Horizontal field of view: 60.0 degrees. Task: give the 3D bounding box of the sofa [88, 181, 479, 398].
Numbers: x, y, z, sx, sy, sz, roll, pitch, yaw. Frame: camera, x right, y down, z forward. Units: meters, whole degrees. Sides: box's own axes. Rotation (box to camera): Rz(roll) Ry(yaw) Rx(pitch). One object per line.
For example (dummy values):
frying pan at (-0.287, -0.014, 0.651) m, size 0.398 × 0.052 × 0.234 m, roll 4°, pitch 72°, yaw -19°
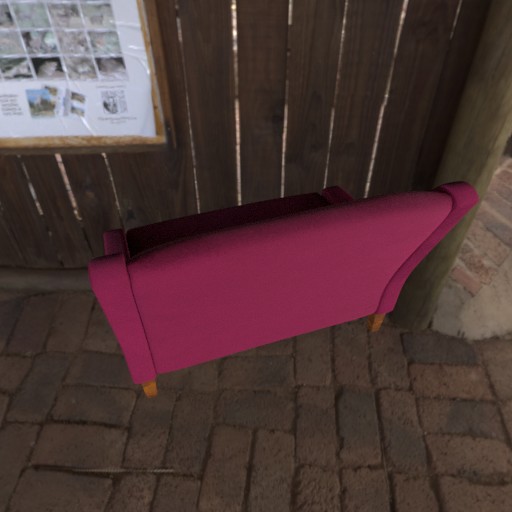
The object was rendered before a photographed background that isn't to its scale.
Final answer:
sofa at (0.000, 0.000, 1.927) m, size 1.242 × 0.976 × 0.946 m, roll -13°, pitch 43°, yaw -15°
